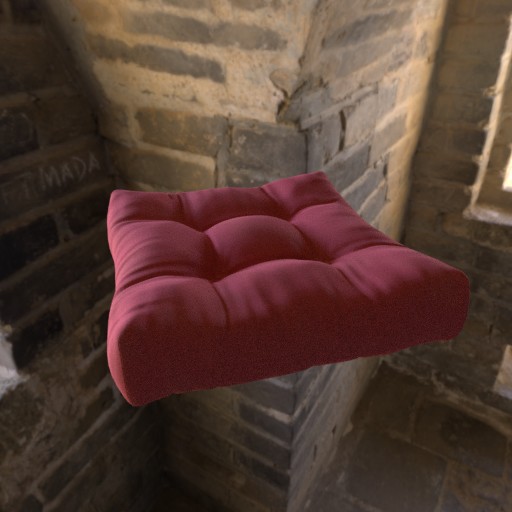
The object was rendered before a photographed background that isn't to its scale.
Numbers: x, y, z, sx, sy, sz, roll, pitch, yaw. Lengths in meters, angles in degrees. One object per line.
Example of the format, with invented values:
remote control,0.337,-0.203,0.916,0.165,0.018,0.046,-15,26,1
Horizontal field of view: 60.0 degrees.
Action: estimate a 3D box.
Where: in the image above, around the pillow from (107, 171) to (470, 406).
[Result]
pillow,0.000,0.000,0.729,0.468,0.128,0.490,-8,29,-15
